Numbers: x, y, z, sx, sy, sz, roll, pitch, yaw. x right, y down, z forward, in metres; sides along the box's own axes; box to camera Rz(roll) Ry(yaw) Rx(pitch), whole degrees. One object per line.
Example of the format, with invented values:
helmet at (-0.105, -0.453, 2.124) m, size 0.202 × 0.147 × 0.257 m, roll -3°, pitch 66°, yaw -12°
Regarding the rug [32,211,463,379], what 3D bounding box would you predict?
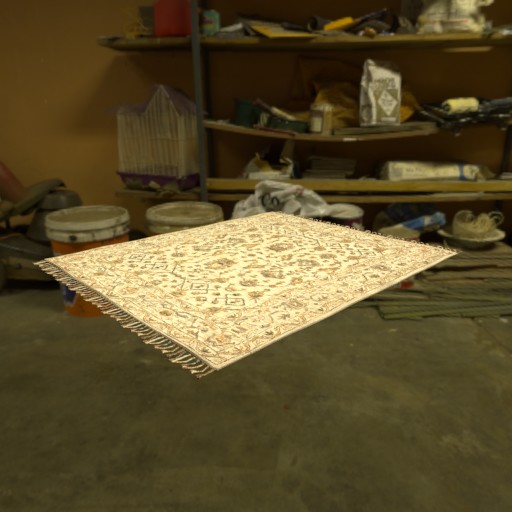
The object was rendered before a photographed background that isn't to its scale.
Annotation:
rug at (0.000, 0.000, 3.984) m, size 3.061 × 0.034 × 2.426 m, roll -16°, pitch 24°, yaw -41°
